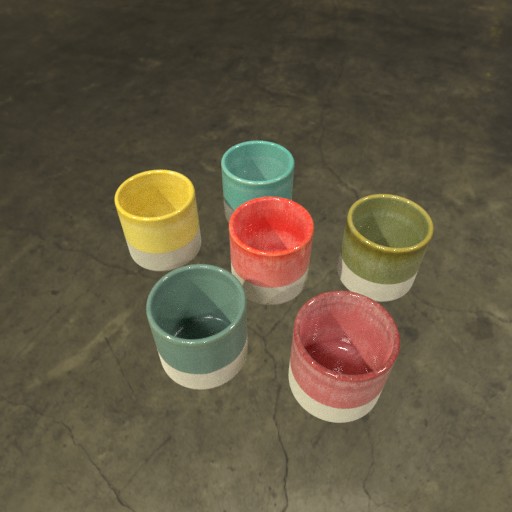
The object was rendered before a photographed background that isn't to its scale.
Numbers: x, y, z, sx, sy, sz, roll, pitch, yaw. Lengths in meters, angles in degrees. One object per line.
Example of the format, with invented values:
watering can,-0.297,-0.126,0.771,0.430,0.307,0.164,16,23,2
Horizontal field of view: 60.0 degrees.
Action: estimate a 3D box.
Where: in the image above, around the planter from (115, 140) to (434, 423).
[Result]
planter,0.000,0.000,0.414,0.286,0.075,0.257,17,50,16
